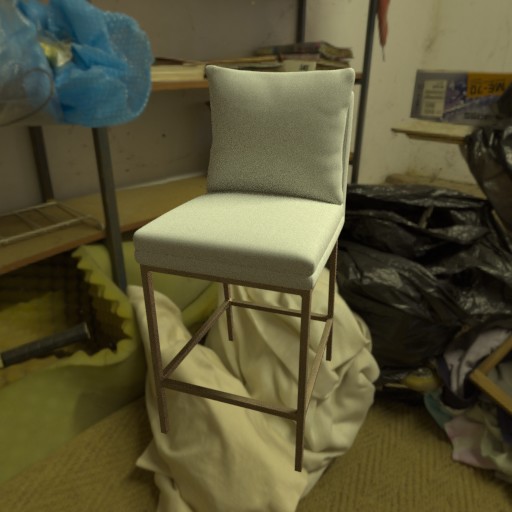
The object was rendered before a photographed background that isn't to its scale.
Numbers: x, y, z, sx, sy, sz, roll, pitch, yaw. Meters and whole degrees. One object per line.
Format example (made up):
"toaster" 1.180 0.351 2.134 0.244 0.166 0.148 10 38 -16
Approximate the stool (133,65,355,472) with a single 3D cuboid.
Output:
"stool" 0.000 0.000 1.319 0.463 1.032 0.572 8 26 17
